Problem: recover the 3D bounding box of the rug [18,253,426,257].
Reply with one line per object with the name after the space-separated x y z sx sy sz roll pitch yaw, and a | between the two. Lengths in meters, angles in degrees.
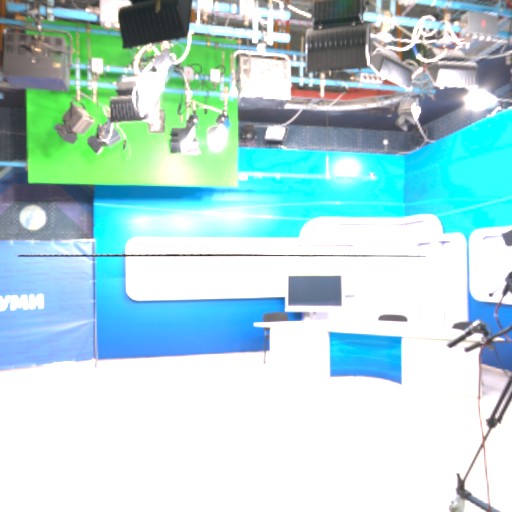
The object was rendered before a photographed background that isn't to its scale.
0.000 0.000 2.995 1.517 0.011 2.435 0 0 38 | rug
